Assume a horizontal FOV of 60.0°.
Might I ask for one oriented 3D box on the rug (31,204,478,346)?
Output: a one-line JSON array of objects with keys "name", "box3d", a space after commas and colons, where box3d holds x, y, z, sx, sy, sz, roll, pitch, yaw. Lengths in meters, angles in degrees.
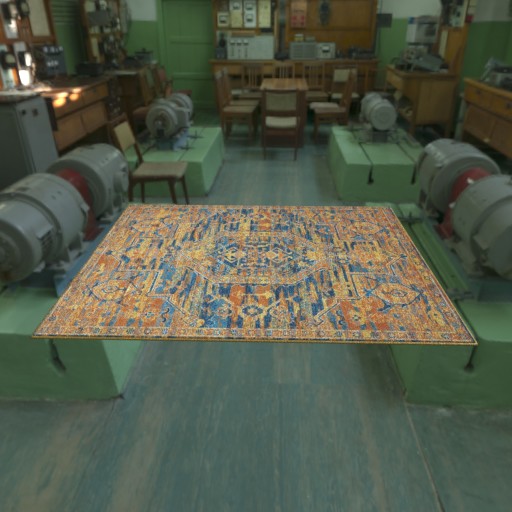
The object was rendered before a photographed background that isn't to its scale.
[{"name": "rug", "box3d": [0.000, 0.000, 4.070, 3.040, 0.031, 2.435, 1, 28, 1]}]
